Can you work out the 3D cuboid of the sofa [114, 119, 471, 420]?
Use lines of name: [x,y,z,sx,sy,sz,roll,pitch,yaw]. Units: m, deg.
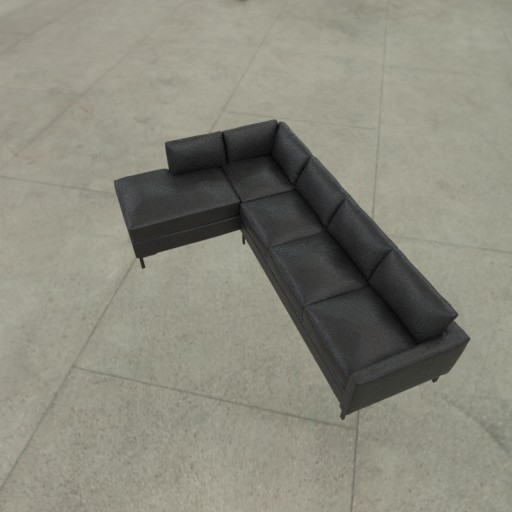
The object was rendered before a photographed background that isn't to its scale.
sofa: [0.000,0.000,3.846,1.938,0.877,2.984,-16,48,-15]
